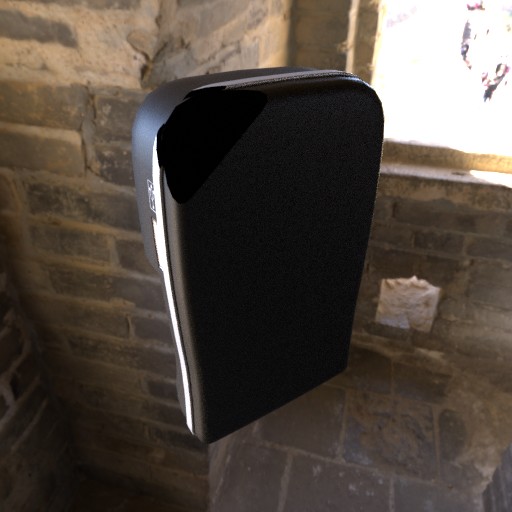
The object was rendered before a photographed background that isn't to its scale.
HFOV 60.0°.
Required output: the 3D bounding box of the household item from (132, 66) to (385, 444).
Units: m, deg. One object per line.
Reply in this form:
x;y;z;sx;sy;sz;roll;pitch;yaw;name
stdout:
0.000;0.000;0.146;0.070;0.114;0.038;-19;36;-28;household item
